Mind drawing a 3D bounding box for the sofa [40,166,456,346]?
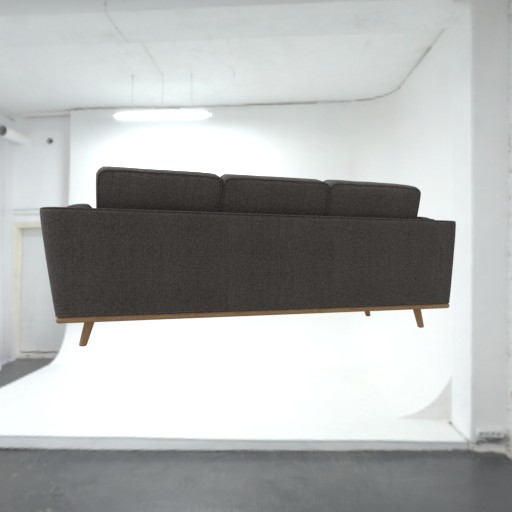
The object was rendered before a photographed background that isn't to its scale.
[{"bbox_3d":[0.000,0.000,2.774,2.362,0.899,0.903,0,-1,-18],"label":"sofa"}]
